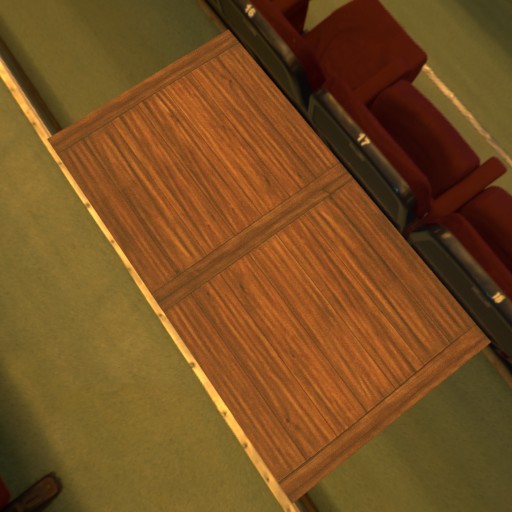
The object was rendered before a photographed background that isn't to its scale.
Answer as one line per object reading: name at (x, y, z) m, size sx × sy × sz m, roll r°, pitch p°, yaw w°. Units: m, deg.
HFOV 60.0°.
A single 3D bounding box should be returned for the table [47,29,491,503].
table at (0.000, 0.000, 2.407) m, size 1.071 × 0.793 × 1.966 m, roll -35°, pitch 78°, yaw -8°
